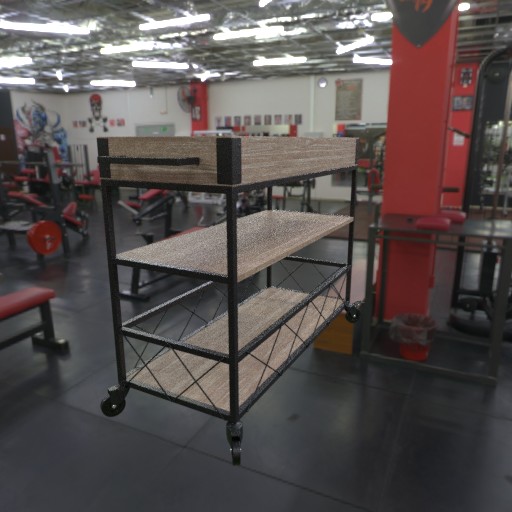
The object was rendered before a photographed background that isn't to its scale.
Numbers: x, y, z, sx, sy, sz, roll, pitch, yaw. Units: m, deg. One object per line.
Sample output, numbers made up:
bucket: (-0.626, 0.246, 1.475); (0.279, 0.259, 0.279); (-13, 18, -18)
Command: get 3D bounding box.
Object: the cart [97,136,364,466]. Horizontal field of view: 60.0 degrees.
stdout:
cart: (0.000, 0.000, 1.523); (0.500, 0.787, 1.101); (8, 17, 27)
